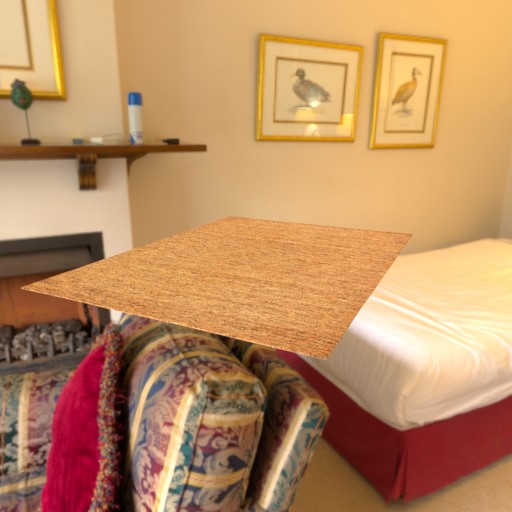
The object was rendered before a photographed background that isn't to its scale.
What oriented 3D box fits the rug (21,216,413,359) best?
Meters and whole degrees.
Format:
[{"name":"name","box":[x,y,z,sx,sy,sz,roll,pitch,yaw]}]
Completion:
[{"name":"rug","box":[0.000,0.000,4.251,2.438,0.012,3.200,8,18,25]}]
